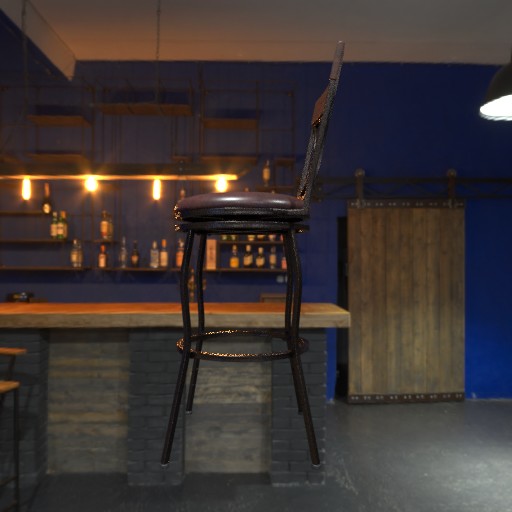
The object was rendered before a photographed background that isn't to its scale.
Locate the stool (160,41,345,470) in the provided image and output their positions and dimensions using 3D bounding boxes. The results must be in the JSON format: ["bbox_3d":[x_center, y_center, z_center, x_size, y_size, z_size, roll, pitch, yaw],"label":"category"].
[{"bbox_3d":[0.000,0.000,1.388,0.513,1.130,0.448,0,0,0],"label":"stool"}]
